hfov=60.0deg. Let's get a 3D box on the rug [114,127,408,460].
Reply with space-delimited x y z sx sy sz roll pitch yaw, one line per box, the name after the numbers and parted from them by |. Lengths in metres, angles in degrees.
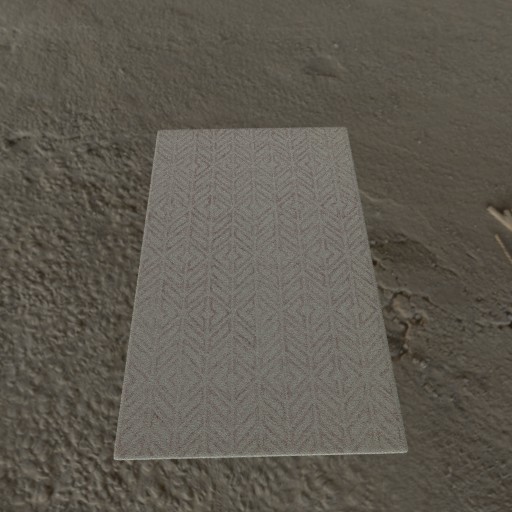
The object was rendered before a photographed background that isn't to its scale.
0.000 0.000 2.931 1.523 0.008 2.438 -1 58 -1 | rug
